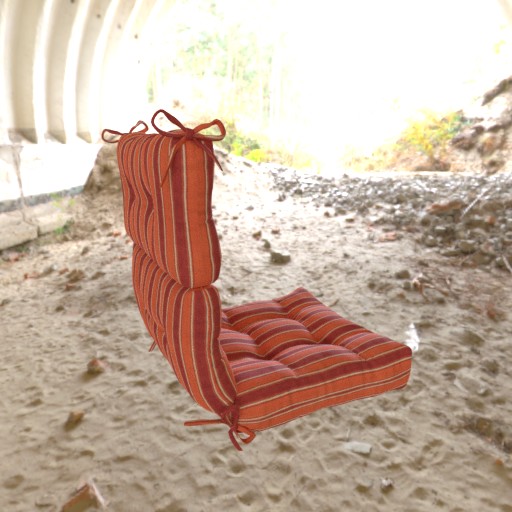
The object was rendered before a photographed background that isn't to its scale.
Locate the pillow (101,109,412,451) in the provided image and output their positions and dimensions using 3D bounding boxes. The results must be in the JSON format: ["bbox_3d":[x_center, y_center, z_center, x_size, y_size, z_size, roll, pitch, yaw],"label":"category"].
[{"bbox_3d":[0.000,0.000,1.017,0.571,0.605,0.519,-7,16,-25],"label":"pillow"}]
